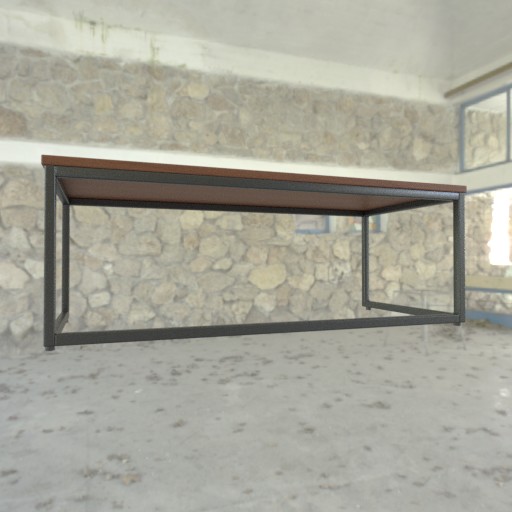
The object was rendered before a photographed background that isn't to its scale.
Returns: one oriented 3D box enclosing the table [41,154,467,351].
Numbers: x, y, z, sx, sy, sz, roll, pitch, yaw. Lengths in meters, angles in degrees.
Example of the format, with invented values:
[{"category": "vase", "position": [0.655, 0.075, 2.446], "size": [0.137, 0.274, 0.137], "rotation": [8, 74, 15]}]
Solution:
[{"category": "table", "position": [0.000, 0.000, 1.313], "size": [1.100, 0.400, 0.500], "rotation": [0, -1, -20]}]
